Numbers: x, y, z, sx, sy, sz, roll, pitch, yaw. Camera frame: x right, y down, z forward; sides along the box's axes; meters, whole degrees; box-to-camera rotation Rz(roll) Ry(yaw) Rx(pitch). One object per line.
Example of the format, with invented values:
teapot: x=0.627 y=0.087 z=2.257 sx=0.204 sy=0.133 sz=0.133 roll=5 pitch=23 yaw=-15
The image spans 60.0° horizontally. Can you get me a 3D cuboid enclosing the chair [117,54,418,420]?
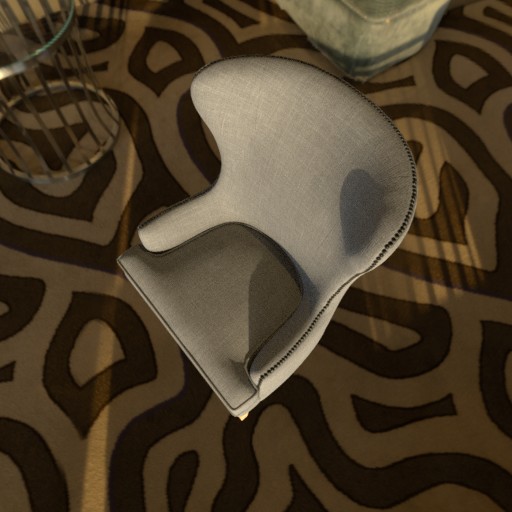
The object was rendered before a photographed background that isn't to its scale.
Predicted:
chair: x=0.000 y=0.000 z=1.779 sx=0.883 sy=1.176 sz=0.864 roll=-37 pitch=69 yaw=-16
